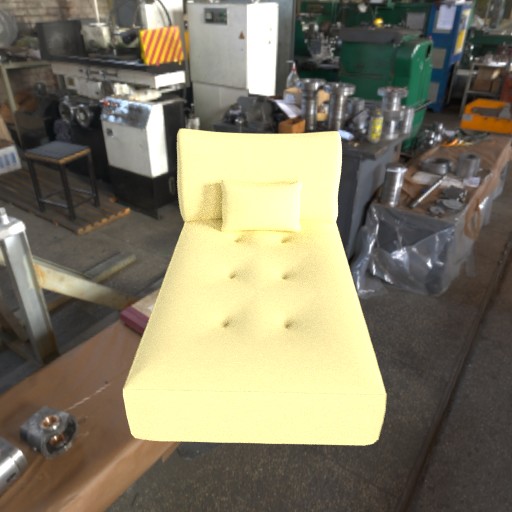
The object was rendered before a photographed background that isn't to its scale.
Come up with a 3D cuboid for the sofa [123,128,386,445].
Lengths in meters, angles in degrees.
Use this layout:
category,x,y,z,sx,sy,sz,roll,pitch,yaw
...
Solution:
category,x,y,z,sx,sy,sz,roll,pitch,yaw
sofa,0.000,0.000,2.068,0.930,0.820,1.450,1,30,1
